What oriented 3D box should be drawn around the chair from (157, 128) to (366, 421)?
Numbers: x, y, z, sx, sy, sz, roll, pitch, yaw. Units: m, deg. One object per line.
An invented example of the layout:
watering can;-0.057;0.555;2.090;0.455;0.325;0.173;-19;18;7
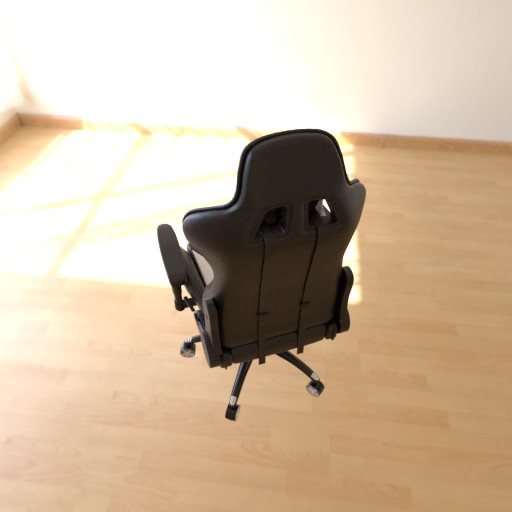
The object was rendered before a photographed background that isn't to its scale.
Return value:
chair;0.000;0.000;1.696;0.730;1.285;0.695;-12;44;-13
